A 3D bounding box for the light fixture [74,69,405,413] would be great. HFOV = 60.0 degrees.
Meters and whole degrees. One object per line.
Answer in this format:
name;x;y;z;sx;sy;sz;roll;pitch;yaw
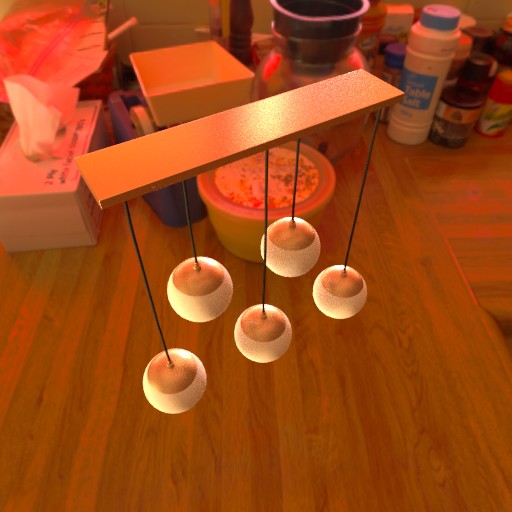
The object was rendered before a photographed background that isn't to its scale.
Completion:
light fixture;0.000;0.000;1.301;0.863;0.869;0.299;-25;52;-21
